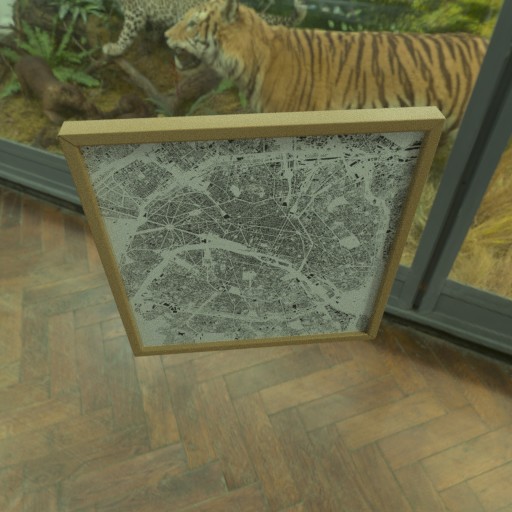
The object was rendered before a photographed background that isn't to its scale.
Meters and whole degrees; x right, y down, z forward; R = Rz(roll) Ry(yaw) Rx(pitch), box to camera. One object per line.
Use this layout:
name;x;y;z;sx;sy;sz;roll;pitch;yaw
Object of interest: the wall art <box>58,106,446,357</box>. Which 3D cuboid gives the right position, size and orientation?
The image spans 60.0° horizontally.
wall art;0.000;0.000;0.769;0.509;0.509;0.036;-4;45;-4
